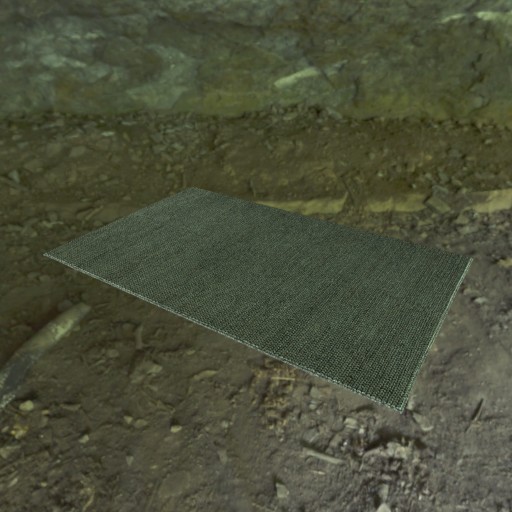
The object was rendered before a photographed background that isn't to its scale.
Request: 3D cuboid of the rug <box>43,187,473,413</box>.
[{"bbox_3d":[0.000,0.000,2.965,2.443,0.021,1.538,18,34,29],"label":"rug"}]
